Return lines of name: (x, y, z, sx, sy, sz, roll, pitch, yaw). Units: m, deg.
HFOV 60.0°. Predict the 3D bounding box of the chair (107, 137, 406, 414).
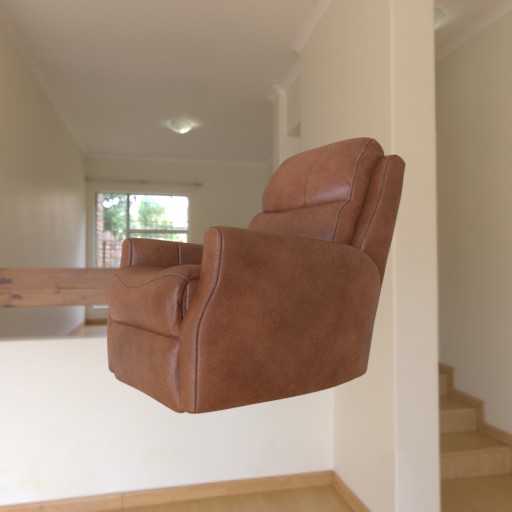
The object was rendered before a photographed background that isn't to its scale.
chair: (0.000, 0.000, 1.809, 1.072, 1.016, 0.821, 1, -2, -38)
